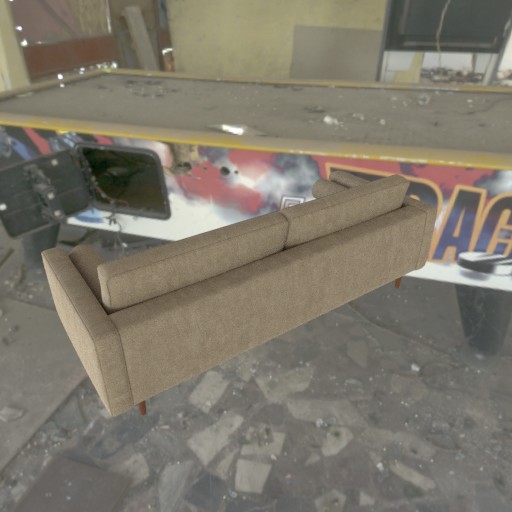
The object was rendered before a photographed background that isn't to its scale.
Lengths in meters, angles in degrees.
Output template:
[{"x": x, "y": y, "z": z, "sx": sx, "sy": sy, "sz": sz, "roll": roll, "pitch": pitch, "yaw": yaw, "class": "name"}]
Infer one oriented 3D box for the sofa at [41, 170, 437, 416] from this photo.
[{"x": 0.000, "y": 0.000, "z": 2.665, "sx": 2.200, "sy": 0.770, "sz": 0.919, "roll": -20, "pitch": 36, "yaw": -30, "class": "sofa"}]
